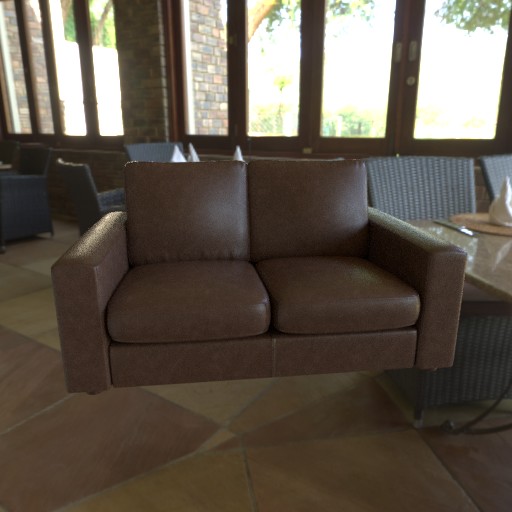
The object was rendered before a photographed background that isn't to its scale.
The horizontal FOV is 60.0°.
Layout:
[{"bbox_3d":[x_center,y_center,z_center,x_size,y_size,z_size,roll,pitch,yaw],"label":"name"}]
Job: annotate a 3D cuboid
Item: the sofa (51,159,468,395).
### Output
[{"bbox_3d":[0.000,0.000,2.156,1.616,0.873,1.016,-2,16,-7],"label":"sofa"}]
